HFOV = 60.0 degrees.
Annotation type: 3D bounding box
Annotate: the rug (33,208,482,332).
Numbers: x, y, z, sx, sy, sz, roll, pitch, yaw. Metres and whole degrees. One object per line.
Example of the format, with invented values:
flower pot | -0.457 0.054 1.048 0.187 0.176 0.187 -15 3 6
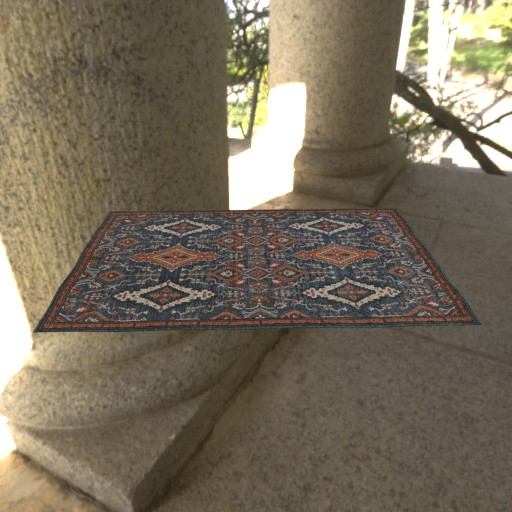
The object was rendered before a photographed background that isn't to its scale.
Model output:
rug | 0.000 0.000 4.225 3.371 0.008 2.190 -1 30 -1
